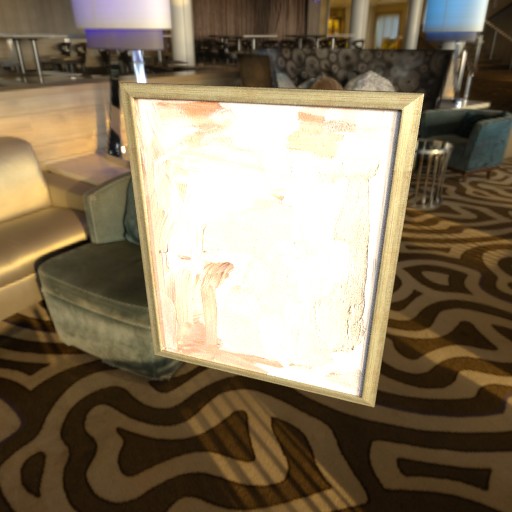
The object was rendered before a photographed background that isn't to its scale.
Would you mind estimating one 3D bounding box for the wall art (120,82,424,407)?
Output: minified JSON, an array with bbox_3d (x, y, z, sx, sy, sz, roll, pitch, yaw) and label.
[{"bbox_3d":[0.000,0.000,0.924,0.559,0.660,0.018,9,28,17],"label":"wall art"}]
